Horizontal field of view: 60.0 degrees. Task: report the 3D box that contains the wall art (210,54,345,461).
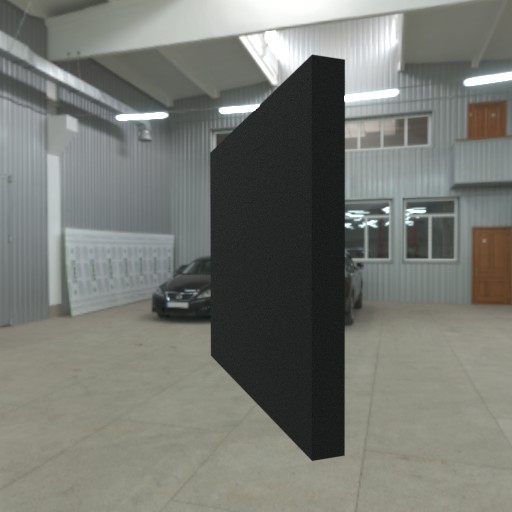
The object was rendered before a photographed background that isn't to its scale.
[{"bbox_3d":[0.000,0.000,0.545,0.031,0.330,0.381,0,1,-18],"label":"wall art"}]
